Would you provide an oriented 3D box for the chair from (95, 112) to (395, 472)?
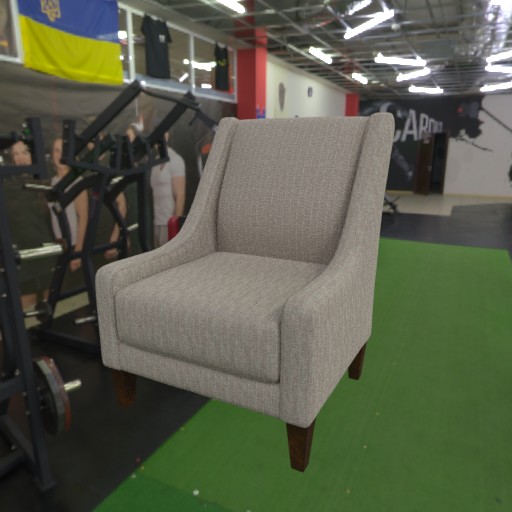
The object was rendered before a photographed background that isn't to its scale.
[{"bbox_3d":[0.000,0.000,1.608,0.774,1.014,0.870,7,16,27],"label":"chair"}]
